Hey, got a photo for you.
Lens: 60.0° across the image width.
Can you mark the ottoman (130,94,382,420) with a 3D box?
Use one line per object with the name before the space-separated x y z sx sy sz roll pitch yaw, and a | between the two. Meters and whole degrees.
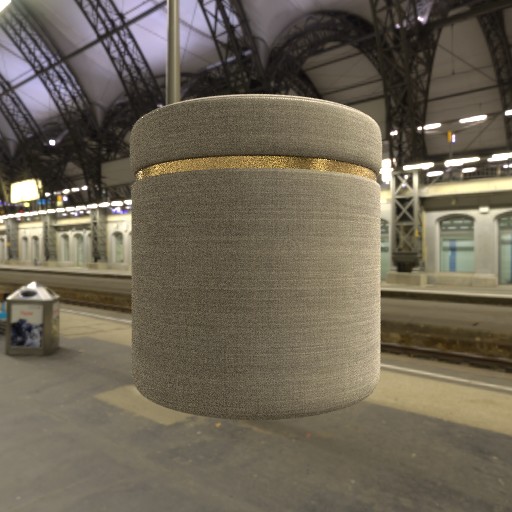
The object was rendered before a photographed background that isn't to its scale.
ottoman | 0.000 0.000 0.732 0.400 0.406 0.400 0 0 0
